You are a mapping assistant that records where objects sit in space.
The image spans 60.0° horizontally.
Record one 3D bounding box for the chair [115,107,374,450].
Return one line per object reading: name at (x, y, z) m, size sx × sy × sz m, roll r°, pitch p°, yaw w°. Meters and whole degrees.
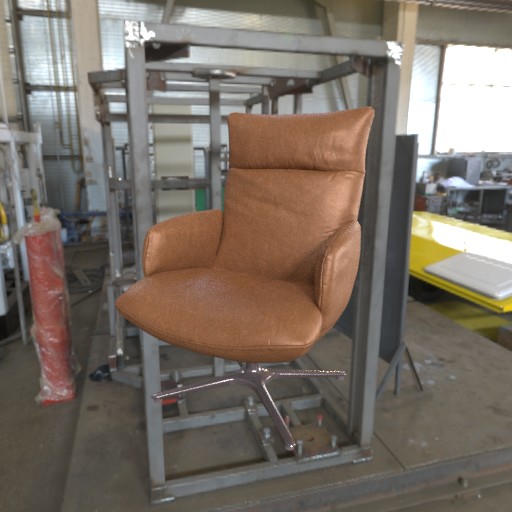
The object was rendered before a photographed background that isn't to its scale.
chair at (0.000, 0.000, 1.568) m, size 0.711 × 1.027 × 0.794 m, roll 8°, pitch 16°, yaw 28°
